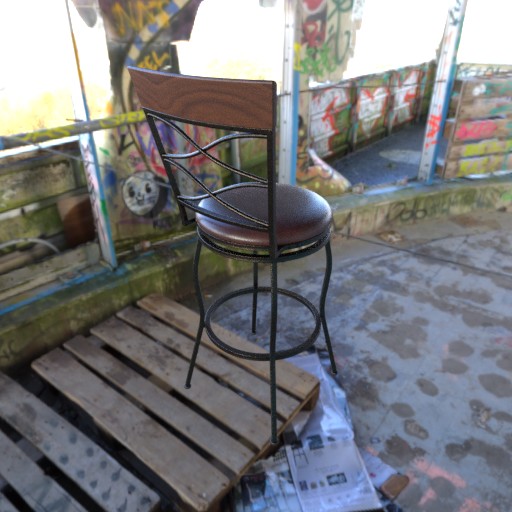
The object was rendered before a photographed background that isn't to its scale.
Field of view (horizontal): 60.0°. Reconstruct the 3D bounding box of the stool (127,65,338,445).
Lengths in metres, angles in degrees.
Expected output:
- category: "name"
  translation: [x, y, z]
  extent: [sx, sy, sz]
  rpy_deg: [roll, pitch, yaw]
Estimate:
- category: "stool"
  translation: [0.000, 0.000, 1.414]
  extent: [0.448, 1.130, 0.513]
  rpy_deg: [21, 35, 33]
